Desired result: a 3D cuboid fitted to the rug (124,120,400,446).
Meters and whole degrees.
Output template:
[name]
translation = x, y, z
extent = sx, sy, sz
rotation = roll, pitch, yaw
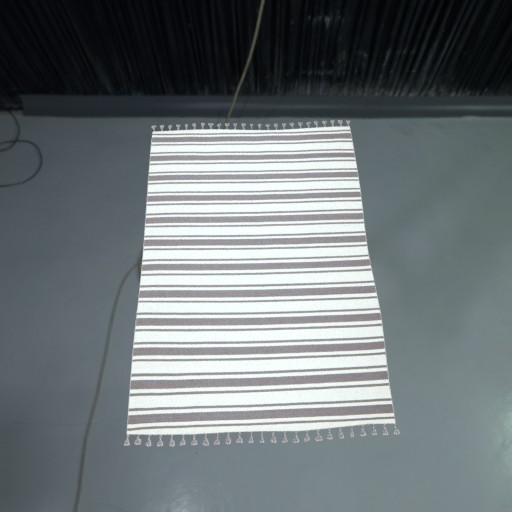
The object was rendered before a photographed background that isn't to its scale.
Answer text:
[rug]
translation = 0.000, 0.000, 3.890
extent = 2.030, 0.017, 3.040
rotation = -2, 65, -1
